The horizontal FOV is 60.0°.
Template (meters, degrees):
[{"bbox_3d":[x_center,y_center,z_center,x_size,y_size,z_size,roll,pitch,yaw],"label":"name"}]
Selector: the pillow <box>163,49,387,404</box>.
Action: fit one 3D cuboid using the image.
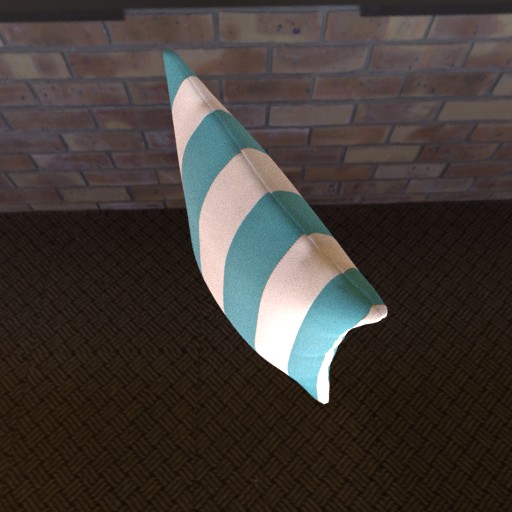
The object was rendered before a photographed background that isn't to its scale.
[{"bbox_3d":[0.000,0.000,0.815,0.189,0.526,0.536,-31,67,-15],"label":"pillow"}]
